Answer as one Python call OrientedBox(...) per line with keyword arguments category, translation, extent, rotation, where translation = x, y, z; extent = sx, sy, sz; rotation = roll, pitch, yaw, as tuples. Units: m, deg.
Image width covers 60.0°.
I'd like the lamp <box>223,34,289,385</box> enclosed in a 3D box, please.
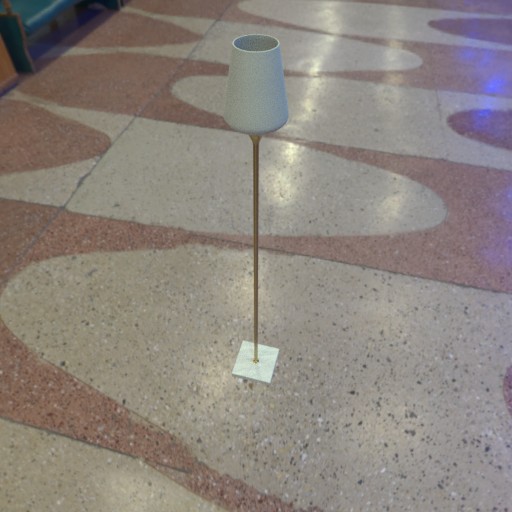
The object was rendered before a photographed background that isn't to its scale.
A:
OrientedBox(category="lamp", translation=(0.000, 0.000, 1.967), extent=(0.229, 1.813, 0.232), rotation=(11, 47, 11))
